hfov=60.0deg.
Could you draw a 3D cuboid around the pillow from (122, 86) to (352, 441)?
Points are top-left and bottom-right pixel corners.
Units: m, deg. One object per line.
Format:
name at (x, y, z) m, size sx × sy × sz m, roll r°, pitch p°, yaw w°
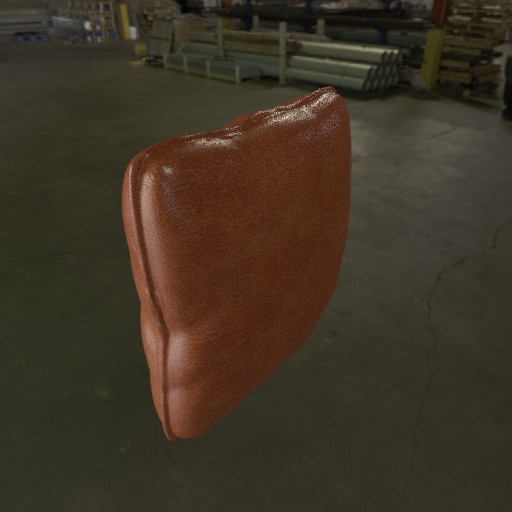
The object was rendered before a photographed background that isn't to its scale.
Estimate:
pillow at (0.000, 0.000, 0.810) m, size 0.236 × 0.523 × 0.532 m, roll 20°, pitch 37°, yaw 30°
